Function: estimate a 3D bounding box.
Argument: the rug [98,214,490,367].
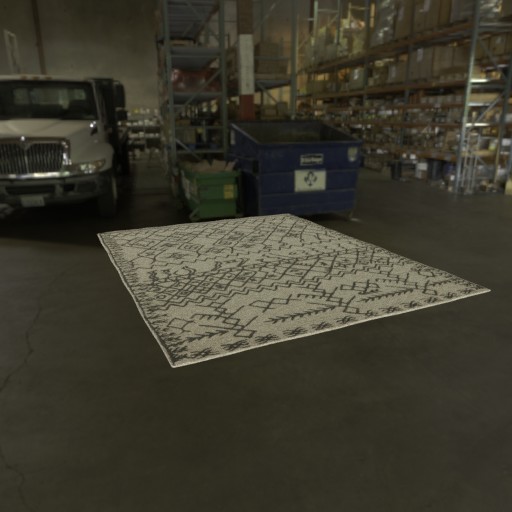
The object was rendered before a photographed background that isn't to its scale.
[{"bbox_3d":[0.000,0.000,3.287,1.964,0.025,2.455,-8,19,-25],"label":"rug"}]
